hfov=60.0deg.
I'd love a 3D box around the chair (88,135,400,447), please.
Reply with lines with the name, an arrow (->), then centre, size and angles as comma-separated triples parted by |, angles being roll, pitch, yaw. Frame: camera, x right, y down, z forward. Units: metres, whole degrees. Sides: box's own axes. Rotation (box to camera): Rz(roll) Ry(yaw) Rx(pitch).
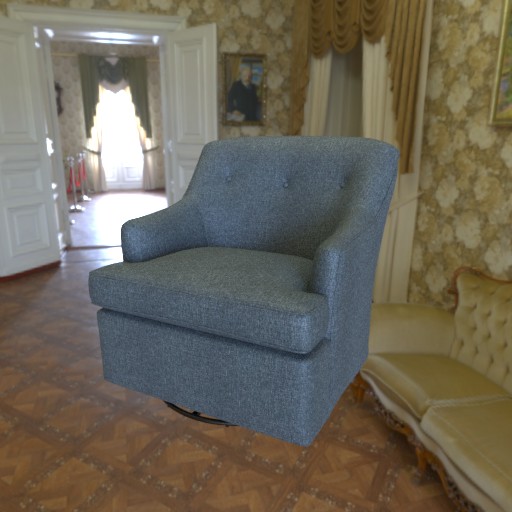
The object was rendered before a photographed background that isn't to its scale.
chair -> 0.000, 0.000, 1.635 | 0.864, 0.856, 0.923 | 8, 17, 26
